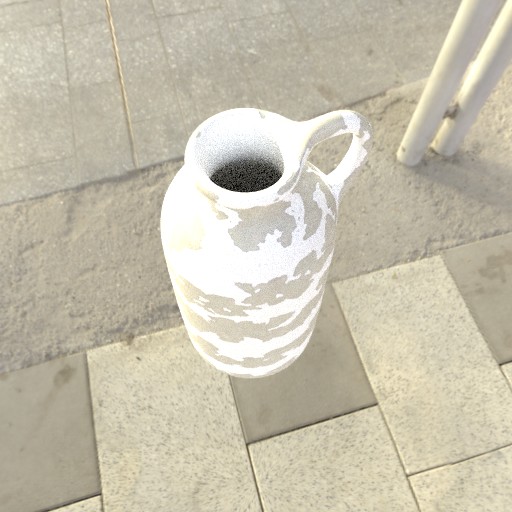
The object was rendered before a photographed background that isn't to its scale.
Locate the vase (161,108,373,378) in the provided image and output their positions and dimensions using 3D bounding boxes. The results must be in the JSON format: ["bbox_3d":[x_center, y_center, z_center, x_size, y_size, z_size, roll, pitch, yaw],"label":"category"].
[{"bbox_3d":[0.000,0.000,0.489,0.203,0.382,0.186,-16,64,-8],"label":"vase"}]
